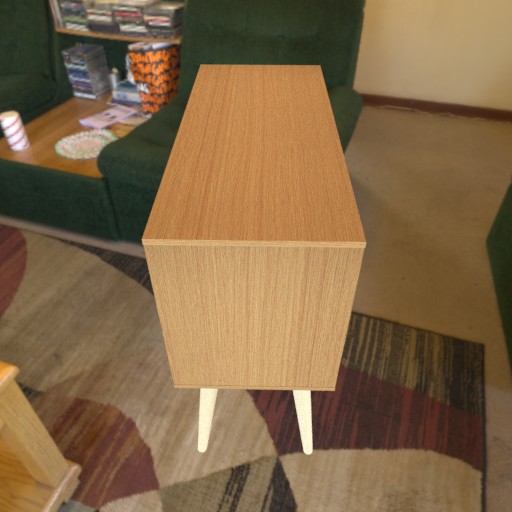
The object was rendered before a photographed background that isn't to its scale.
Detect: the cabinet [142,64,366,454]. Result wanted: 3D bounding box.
[{"bbox_3d":[0.000,0.000,1.634,0.470,1.016,1.057,1,41,1],"label":"cabinet"}]
